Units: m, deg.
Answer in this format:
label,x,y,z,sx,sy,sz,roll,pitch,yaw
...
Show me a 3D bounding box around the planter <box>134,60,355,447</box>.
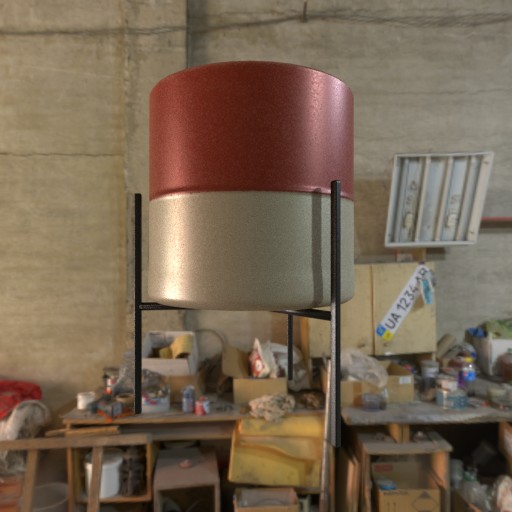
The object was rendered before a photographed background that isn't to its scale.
label,x,y,z,sx,sy,sz,roll,pitch,yaw
planter,0.000,0.000,0.509,0.235,0.354,0.251,0,0,-37
